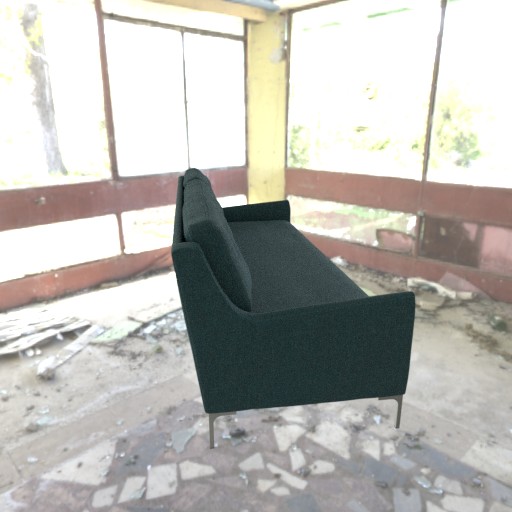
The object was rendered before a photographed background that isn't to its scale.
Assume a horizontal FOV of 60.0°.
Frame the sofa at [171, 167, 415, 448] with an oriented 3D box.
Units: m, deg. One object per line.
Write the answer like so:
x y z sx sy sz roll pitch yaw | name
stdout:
0.000 0.000 2.484 0.849 0.837 2.060 -3 17 -8 | sofa
